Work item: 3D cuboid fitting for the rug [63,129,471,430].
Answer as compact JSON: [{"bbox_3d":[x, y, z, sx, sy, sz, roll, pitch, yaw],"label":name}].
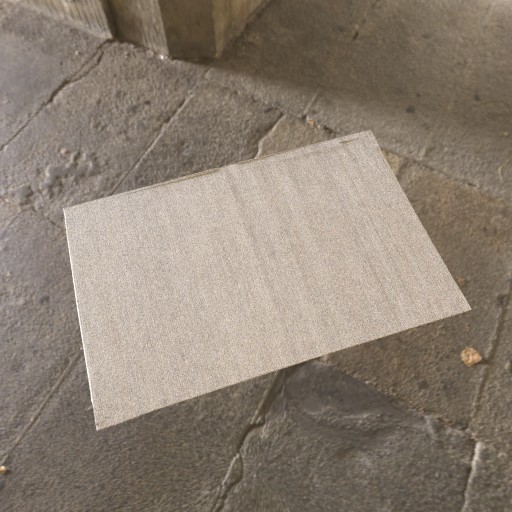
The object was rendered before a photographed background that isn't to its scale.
[{"bbox_3d":[0.000,0.000,2.269,1.820,0.022,1.179,-16,65,-7],"label":"rug"}]
